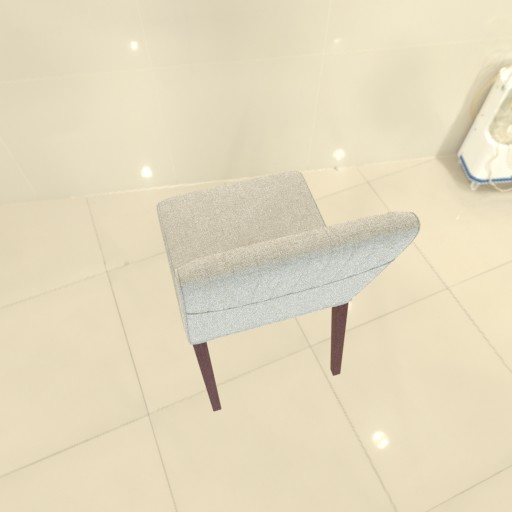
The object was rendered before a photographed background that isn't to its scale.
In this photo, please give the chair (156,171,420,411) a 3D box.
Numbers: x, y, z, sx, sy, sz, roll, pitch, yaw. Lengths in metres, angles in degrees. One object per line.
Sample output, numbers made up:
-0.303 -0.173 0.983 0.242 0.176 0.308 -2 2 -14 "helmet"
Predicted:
0.000 0.000 1.227 0.480 0.900 0.594 -14 58 -9 "chair"
